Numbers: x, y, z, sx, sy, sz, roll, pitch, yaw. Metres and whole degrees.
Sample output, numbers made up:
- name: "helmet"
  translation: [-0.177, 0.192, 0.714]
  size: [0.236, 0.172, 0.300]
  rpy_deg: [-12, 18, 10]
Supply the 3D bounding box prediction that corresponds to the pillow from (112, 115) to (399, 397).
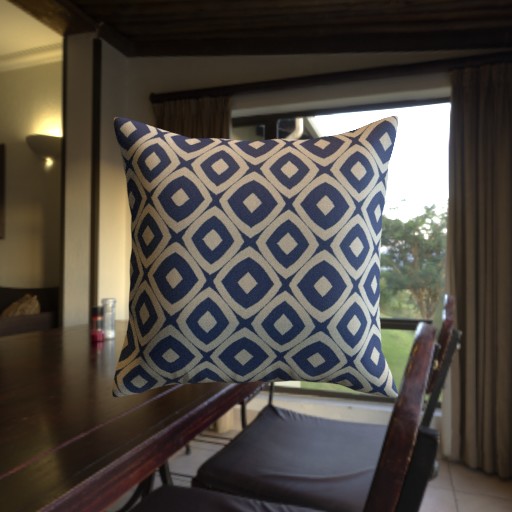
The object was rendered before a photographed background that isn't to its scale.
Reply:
- name: "pillow"
  translation: [0.000, 0.000, 0.780]
  size: [0.504, 0.494, 0.188]
  rpy_deg: [0, -1, 0]
